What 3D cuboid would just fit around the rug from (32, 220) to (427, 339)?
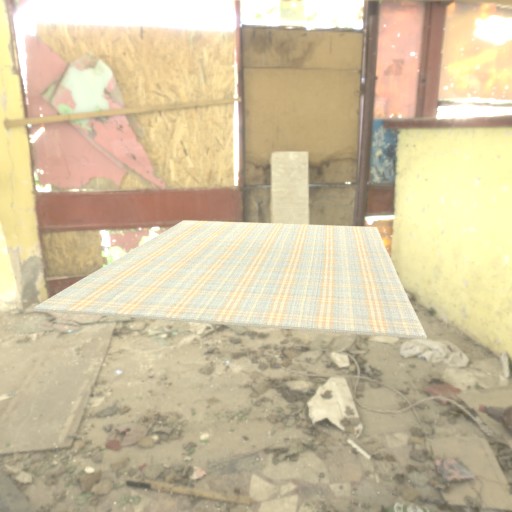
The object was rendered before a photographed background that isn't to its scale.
[{"bbox_3d":[0.000,0.000,4.132,2.462,0.030,3.066,3,16,9],"label":"rug"}]
